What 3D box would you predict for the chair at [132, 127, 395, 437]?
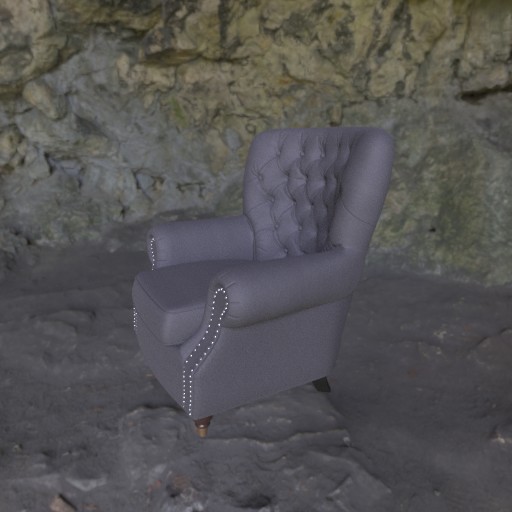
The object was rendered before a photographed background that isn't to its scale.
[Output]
[{"bbox_3d":[0.000,0.000,1.864,0.983,1.046,0.983,-8,18,-27],"label":"chair"}]
